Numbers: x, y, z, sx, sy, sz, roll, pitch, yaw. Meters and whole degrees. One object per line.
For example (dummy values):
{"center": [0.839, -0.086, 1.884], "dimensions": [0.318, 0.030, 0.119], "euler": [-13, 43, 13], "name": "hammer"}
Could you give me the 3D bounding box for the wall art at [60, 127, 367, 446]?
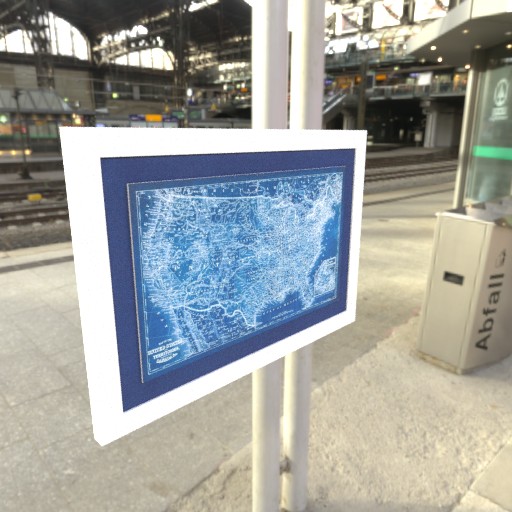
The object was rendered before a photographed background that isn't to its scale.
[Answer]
{"center": [0.000, 0.000, 1.640], "dimensions": [1.308, 0.902, 0.051], "euler": [-14, 21, -42], "name": "wall art"}
